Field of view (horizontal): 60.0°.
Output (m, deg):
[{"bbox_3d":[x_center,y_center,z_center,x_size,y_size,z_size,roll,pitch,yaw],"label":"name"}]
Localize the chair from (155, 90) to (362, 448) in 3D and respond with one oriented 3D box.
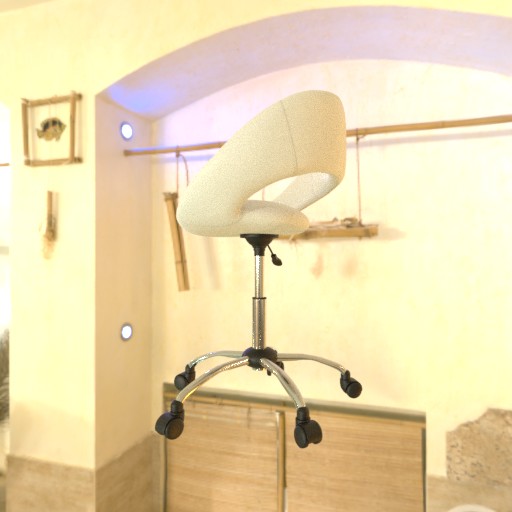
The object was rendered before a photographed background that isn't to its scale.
[{"bbox_3d":[0.000,0.000,1.195,0.538,0.791,0.612,0,0,18],"label":"chair"}]
